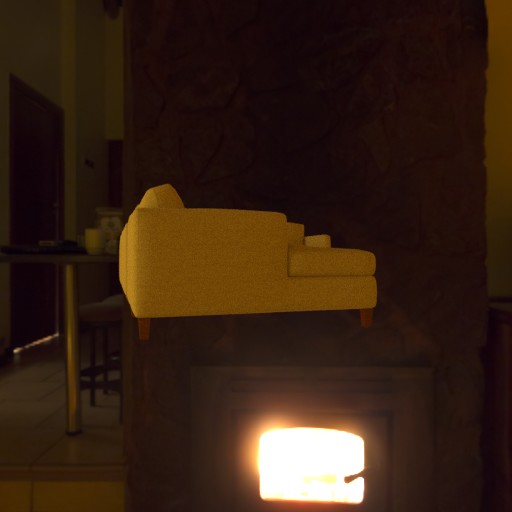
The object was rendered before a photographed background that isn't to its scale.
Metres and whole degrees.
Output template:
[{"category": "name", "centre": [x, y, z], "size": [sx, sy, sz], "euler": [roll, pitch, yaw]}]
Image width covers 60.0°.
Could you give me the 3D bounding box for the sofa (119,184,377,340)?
[{"category": "sofa", "centre": [0.000, 0.000, 4.503], "size": [2.594, 0.961, 3.460], "euler": [0, 0, -18]}]
